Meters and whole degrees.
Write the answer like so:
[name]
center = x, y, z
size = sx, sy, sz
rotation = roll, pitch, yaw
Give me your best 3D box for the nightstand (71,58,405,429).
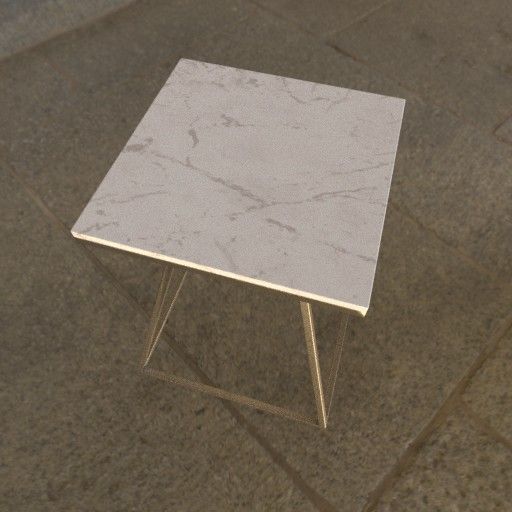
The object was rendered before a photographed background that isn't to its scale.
[nightstand]
center = 0.000, 0.000, 0.906
size = 0.455, 0.554, 0.455
rotation = 14, 59, 9
